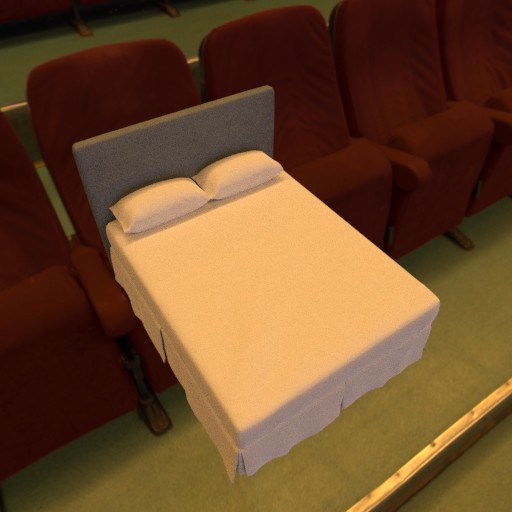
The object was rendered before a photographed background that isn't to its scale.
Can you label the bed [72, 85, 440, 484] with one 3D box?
[{"bbox_3d":[0.000,0.000,3.170,1.713,1.330,2.142,-26,51,-23],"label":"bed"}]
